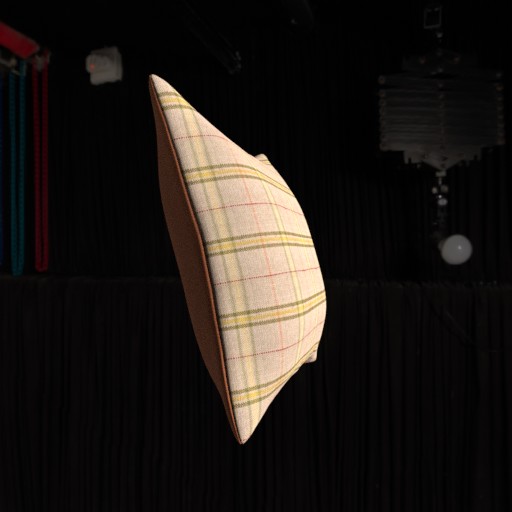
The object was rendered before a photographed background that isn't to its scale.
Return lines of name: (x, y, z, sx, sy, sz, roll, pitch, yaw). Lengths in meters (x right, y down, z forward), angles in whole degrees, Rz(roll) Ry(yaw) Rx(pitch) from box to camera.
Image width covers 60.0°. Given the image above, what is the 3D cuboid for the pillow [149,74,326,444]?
pillow: (0.000, 0.000, 0.715, 0.200, 0.430, 0.453, 0, 0, 18)
